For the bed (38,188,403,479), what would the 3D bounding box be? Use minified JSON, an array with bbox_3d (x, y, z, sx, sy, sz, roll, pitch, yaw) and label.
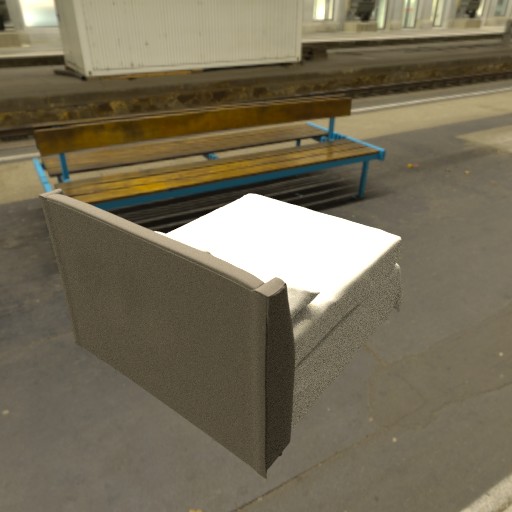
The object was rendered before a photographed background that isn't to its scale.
[{"bbox_3d":[0.000,0.000,3.499,1.925,1.332,2.276,21,36,32],"label":"bed"}]
